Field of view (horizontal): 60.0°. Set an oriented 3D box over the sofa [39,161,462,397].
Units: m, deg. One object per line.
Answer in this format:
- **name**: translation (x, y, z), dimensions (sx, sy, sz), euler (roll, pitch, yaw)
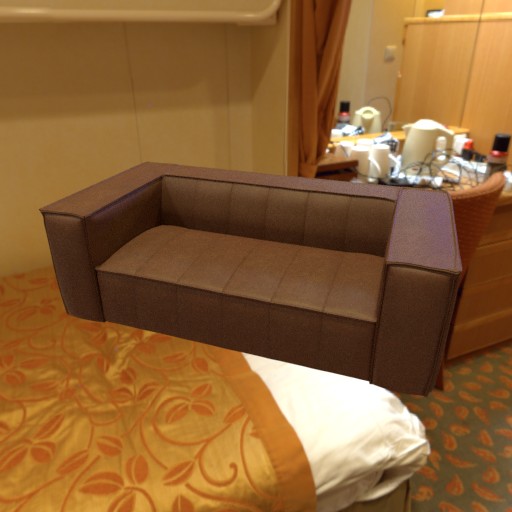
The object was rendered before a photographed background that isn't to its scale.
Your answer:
- **sofa**: translation (0.000, 0.000, 2.589), dimensions (2.088, 0.703, 1.102), euler (9, 28, 17)
